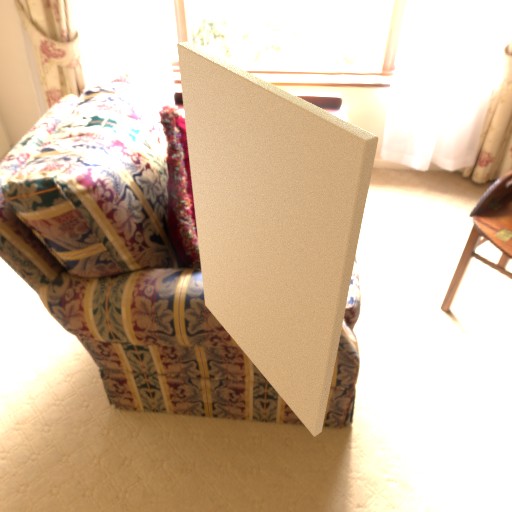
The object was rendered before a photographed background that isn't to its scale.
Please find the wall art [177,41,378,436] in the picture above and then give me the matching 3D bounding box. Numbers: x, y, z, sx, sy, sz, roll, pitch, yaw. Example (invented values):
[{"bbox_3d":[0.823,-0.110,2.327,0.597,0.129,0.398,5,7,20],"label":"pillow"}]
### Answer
[{"bbox_3d":[0.000,0.000,1.513,0.038,1.183,0.808,-24,46,-26],"label":"wall art"}]
